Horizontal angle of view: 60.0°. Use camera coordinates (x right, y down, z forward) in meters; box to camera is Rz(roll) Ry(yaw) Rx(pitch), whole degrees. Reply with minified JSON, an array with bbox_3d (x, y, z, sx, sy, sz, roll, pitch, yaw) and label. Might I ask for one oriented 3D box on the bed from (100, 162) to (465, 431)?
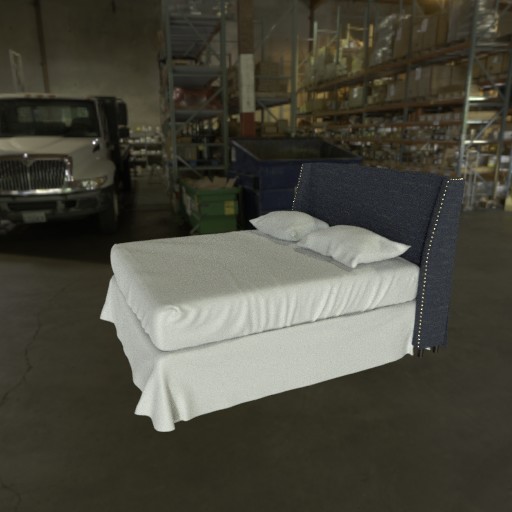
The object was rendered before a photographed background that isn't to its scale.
[{"bbox_3d":[0.000,0.000,3.521,2.276,1.332,1.925,-7,17,-25],"label":"bed"}]
